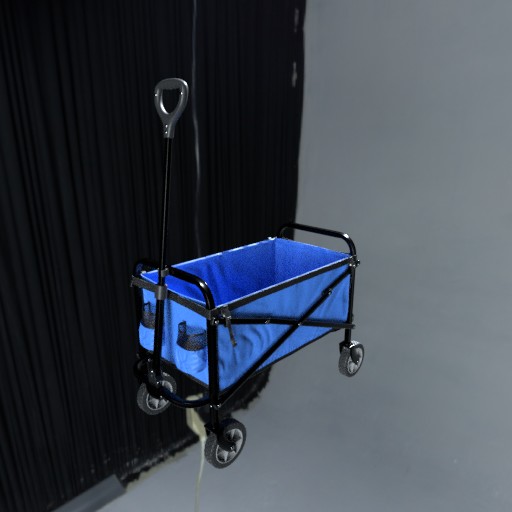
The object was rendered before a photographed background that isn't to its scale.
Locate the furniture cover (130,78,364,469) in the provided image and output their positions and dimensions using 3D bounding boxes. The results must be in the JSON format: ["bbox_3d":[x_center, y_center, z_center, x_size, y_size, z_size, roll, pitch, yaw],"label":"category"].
[{"bbox_3d":[0.000,0.000,1.796,0.532,1.295,1.038,16,23,42],"label":"furniture cover"}]
